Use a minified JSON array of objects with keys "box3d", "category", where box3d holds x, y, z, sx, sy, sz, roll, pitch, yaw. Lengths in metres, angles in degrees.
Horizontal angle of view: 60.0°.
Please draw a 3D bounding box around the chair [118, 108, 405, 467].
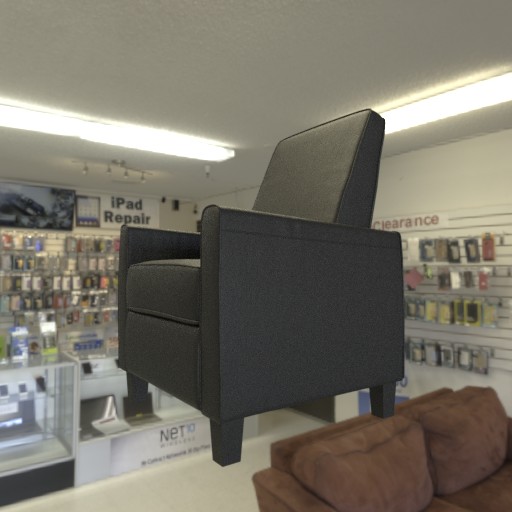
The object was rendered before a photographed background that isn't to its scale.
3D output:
[{"box3d":[0.000,0.000,1.501,0.746,1.013,0.705,1,-2,-36],"category":"chair"}]
